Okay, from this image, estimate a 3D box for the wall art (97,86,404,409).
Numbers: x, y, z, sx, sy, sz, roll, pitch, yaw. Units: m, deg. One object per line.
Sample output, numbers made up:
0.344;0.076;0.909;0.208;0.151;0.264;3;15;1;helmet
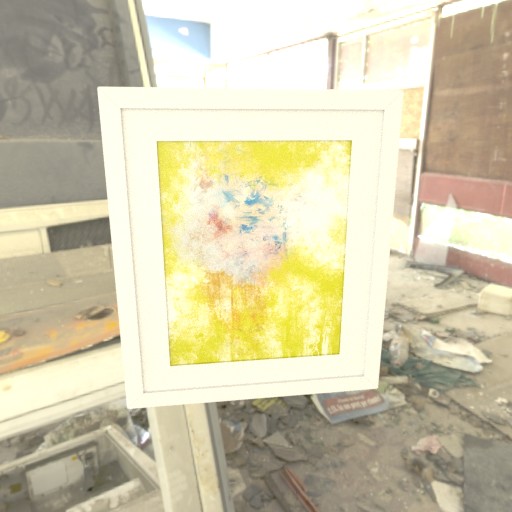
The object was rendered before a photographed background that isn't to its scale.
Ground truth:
0.000;0.000;0.539;0.331;0.381;0.028;-2;16;-8;wall art
